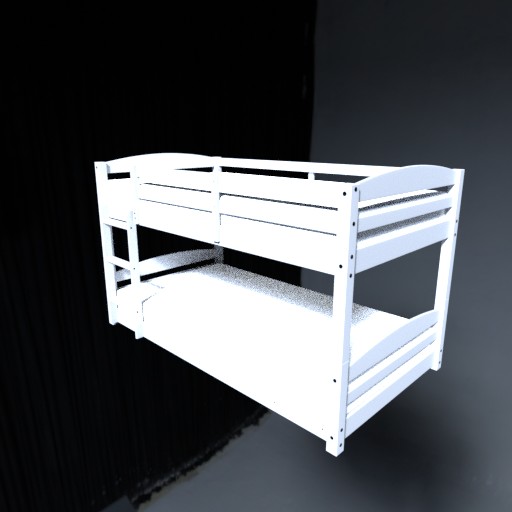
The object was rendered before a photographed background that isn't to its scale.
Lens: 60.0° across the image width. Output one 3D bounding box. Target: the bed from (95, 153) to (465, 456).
[{"bbox_3d":[0.000,0.000,2.790,2.013,1.206,1.105,15,21,43],"label":"bed"}]
